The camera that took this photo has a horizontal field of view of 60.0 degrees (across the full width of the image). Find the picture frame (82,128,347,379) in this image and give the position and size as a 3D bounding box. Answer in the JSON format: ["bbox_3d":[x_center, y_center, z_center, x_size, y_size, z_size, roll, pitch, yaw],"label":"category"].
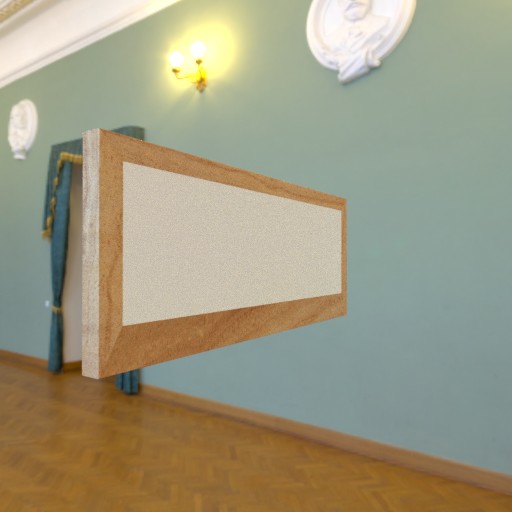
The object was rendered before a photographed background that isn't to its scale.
[{"bbox_3d":[0.000,0.000,0.664,0.045,0.234,0.582,0,-1,34],"label":"picture frame"}]
